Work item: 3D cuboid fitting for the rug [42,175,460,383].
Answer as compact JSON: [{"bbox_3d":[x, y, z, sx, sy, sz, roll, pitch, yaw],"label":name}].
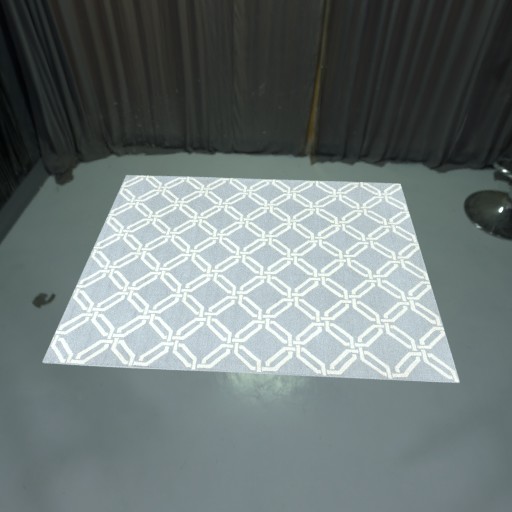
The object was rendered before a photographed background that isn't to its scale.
[{"bbox_3d":[0.000,0.000,3.872,2.895,0.018,2.288,2,45,2],"label":"rug"}]
